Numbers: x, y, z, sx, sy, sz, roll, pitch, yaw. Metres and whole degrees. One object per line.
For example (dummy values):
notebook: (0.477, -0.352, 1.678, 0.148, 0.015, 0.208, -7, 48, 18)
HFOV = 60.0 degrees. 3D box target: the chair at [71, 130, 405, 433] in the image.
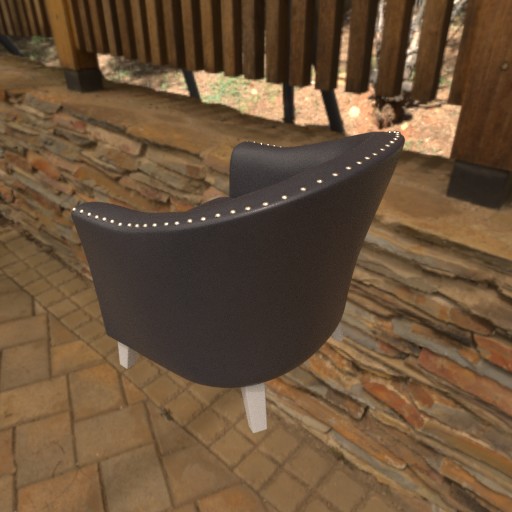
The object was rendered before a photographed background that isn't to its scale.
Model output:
chair: (0.000, 0.000, 1.407, 0.748, 0.823, 0.794, 21, 37, 31)
